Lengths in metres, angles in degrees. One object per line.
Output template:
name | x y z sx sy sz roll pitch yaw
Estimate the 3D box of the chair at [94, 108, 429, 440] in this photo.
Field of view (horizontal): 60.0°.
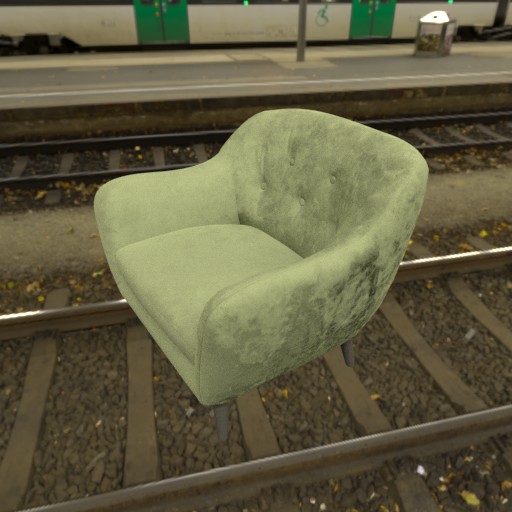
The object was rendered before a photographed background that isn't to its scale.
chair | 0.000 0.000 1.492 0.819 0.804 0.840 -20 36 -29
